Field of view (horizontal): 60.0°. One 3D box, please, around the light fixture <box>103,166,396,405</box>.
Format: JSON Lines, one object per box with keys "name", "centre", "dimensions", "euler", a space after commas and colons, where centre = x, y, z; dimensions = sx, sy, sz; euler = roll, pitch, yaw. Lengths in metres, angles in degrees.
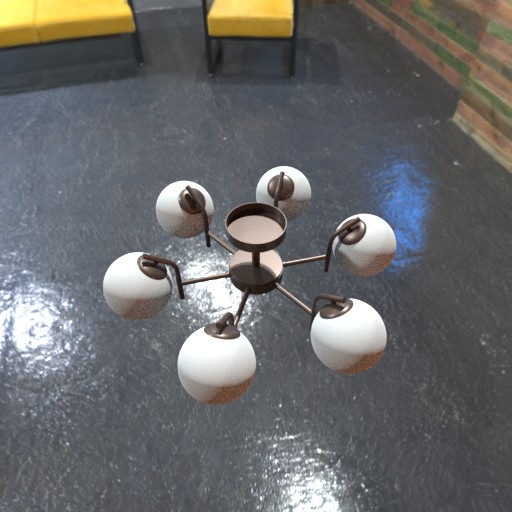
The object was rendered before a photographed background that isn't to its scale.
{"name": "light fixture", "centre": [0.000, 0.000, 0.972], "dimensions": [0.662, 0.201, 0.662], "euler": [0, 47, 0]}
